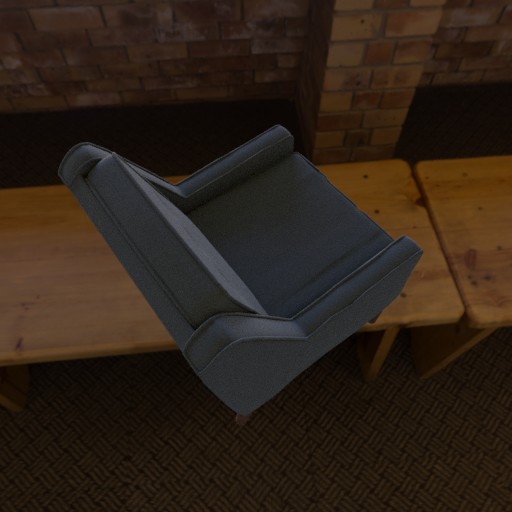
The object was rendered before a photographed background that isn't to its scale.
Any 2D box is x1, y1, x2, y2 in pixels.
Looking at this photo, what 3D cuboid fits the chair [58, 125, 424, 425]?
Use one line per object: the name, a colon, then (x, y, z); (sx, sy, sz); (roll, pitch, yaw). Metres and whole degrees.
chair: (0.000, 0.000, 1.337); (0.733, 0.780, 0.663); (-33, 63, -19)
